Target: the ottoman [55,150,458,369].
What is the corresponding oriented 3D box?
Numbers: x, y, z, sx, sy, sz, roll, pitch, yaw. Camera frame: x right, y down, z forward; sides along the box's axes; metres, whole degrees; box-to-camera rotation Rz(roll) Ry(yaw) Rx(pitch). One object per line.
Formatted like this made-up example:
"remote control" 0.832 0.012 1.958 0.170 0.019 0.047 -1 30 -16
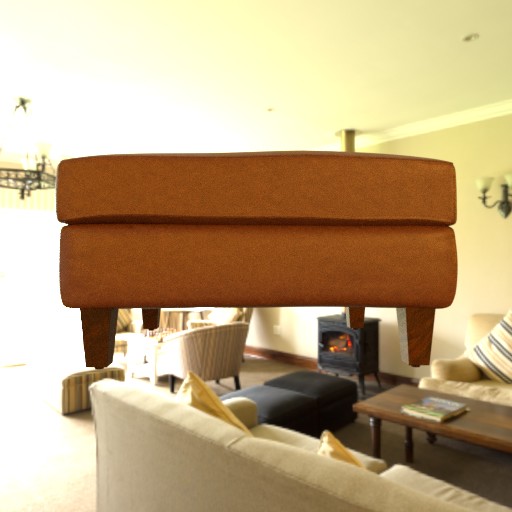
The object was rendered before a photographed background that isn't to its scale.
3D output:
"ottoman" 0.000 0.000 1.217 0.851 0.485 0.650 0 -1 -2
